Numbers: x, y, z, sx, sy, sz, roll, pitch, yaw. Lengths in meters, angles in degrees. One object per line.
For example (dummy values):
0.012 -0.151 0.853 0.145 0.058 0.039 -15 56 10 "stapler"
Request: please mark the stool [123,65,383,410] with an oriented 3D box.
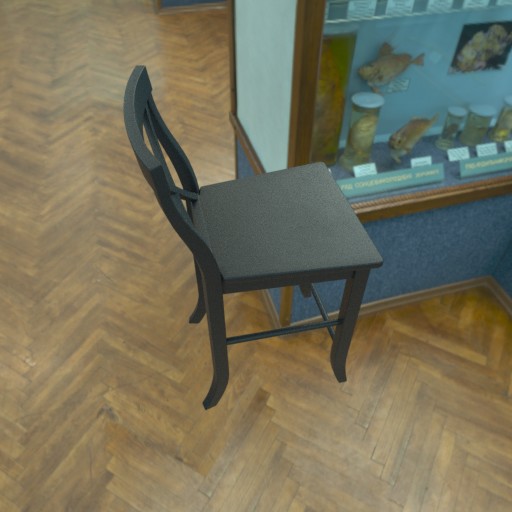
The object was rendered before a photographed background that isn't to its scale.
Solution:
0.000 0.000 1.304 0.559 0.989 0.452 -10 47 -9 "stool"
